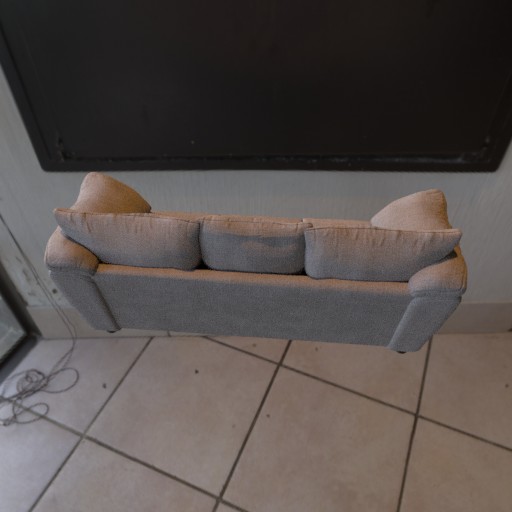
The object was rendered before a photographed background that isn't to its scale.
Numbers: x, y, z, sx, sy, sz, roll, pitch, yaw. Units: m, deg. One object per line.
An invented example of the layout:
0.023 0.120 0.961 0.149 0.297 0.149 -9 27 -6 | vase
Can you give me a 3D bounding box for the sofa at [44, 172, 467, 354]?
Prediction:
0.000 0.000 2.806 2.334 0.996 0.878 3 45 3 | sofa
